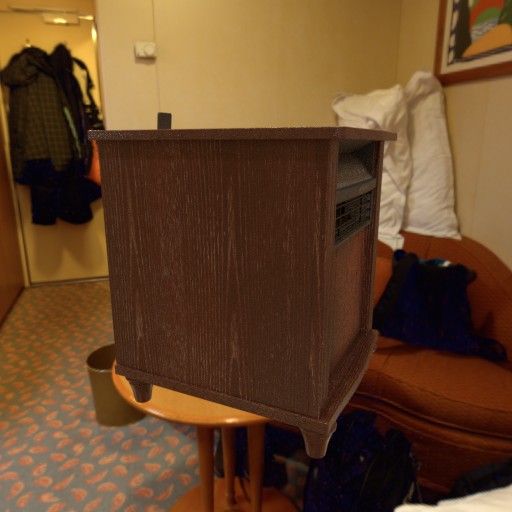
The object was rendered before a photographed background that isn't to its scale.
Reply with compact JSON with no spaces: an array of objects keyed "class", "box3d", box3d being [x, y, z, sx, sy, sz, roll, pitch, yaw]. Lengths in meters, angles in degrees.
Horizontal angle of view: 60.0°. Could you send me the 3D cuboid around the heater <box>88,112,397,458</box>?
[{"class":"heater","box3d":[0.000,0.000,0.763,0.400,0.481,0.362,7,16,25]}]
